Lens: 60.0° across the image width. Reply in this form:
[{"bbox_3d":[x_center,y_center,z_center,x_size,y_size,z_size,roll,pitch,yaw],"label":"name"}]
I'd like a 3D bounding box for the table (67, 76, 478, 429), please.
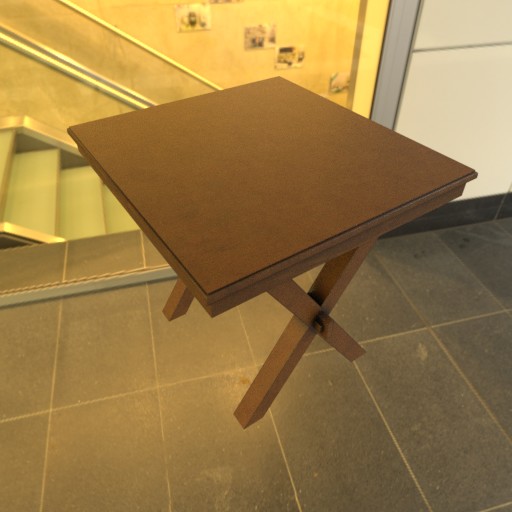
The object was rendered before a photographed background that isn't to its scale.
[{"bbox_3d":[0.000,0.000,1.047,0.560,0.562,0.602,-24,46,-25],"label":"table"}]
